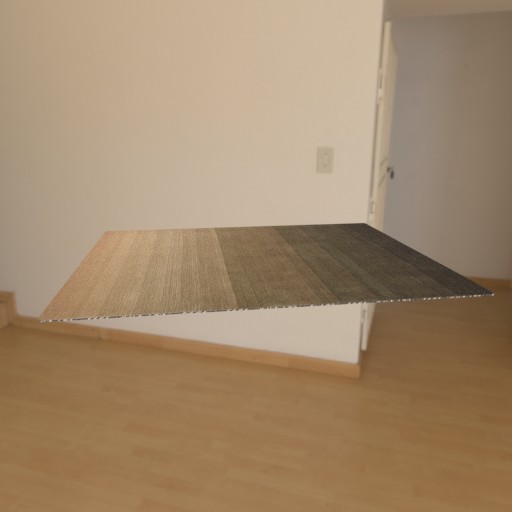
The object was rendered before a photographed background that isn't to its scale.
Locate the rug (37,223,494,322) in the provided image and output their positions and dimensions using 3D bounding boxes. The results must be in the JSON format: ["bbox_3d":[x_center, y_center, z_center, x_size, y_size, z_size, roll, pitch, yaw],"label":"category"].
[{"bbox_3d":[0.000,0.000,3.841,2.902,0.017,2.306,-2,16,-8],"label":"rug"}]
